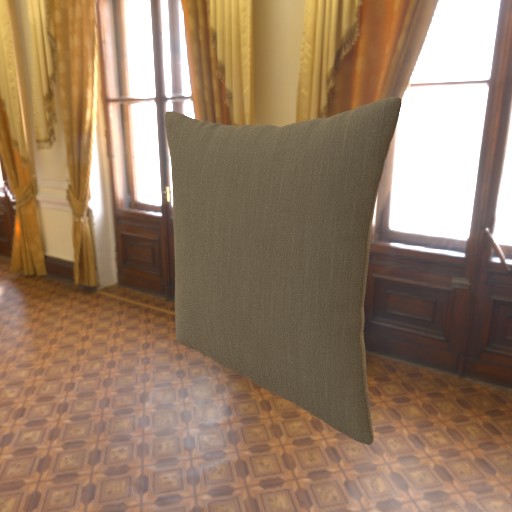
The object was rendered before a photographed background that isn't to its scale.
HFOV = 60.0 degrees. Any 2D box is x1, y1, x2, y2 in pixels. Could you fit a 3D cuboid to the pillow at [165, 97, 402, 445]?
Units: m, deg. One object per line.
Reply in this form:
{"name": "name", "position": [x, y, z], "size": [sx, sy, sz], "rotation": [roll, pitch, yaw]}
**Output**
{"name": "pillow", "position": [0.000, 0.000, 0.789], "size": [0.161, 0.509, 0.511], "rotation": [-15, 21, -43]}
